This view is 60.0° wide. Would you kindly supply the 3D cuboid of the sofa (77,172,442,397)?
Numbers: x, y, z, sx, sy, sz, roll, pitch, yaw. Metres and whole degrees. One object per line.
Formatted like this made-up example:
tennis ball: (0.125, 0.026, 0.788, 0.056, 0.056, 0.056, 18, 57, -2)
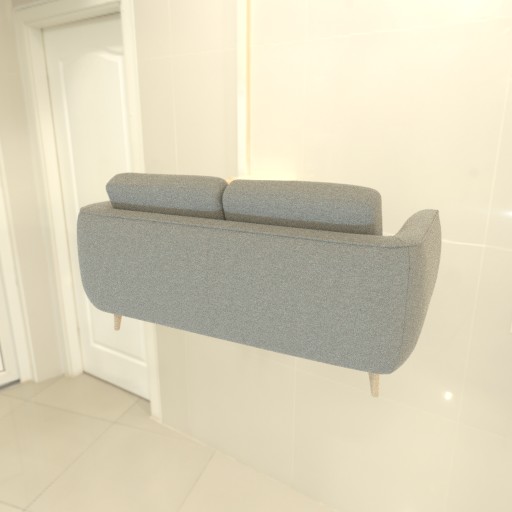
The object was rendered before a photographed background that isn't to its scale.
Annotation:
sofa: (0.000, 0.000, 2.262, 1.700, 0.850, 0.920, 8, 18, 25)
